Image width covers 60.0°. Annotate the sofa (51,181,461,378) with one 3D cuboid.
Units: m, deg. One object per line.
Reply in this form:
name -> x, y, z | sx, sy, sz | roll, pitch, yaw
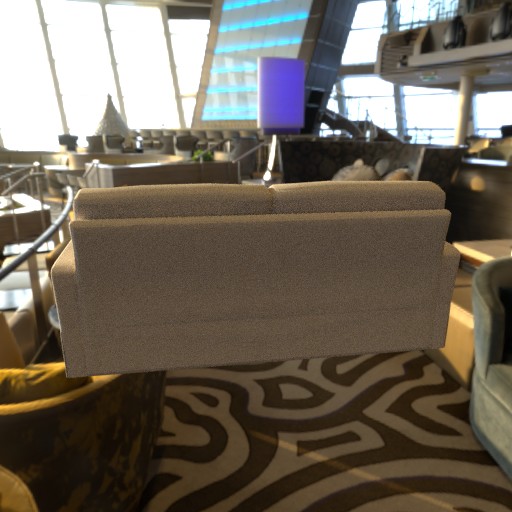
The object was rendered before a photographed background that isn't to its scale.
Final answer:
sofa -> 0.000, 0.000, 2.314 | 1.808, 0.831, 0.894 | -2, 16, -9
